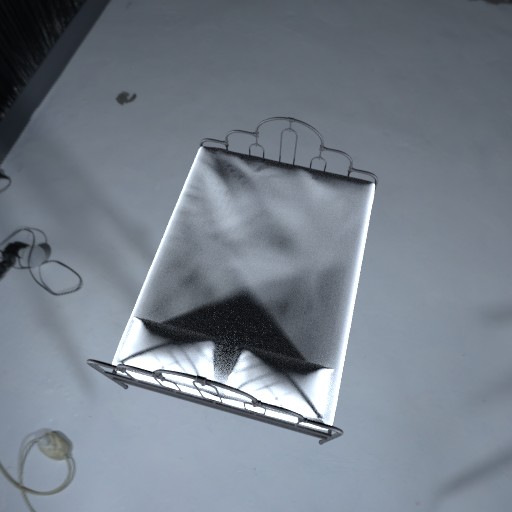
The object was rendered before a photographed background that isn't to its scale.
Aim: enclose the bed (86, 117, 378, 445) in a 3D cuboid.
[{"bbox_3d":[0.000,0.000,3.285,1.640,1.429,2.163,13,65,7],"label":"bed"}]
